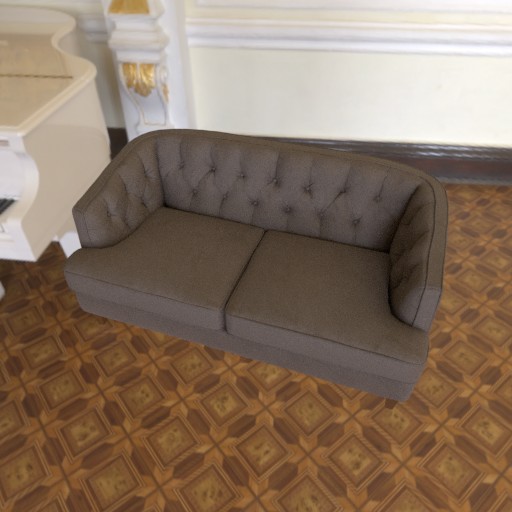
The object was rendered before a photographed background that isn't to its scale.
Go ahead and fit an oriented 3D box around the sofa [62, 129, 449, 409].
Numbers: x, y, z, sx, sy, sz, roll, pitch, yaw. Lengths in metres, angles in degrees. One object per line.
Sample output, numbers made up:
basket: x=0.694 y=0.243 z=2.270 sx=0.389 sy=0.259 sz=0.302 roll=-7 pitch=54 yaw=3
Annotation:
sofa: x=0.000 y=0.000 z=2.278 sx=1.733 sy=0.855 sz=0.941 roll=13 pitch=42 yaw=14
